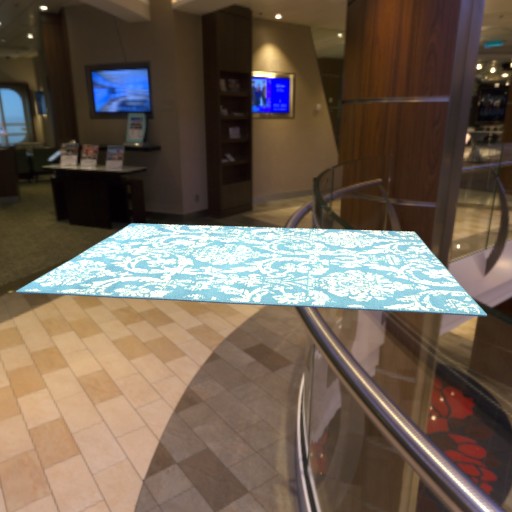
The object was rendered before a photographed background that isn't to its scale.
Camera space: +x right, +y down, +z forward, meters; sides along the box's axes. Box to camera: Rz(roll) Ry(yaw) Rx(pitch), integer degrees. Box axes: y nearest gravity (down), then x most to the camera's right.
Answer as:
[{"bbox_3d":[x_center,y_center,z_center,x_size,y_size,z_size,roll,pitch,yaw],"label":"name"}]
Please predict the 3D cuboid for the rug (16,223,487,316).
[{"bbox_3d":[0.000,0.000,2.279,1.833,0.012,1.211,2,18,7],"label":"rug"}]
